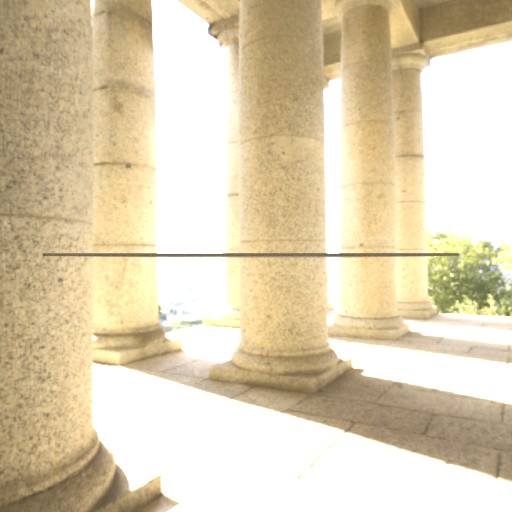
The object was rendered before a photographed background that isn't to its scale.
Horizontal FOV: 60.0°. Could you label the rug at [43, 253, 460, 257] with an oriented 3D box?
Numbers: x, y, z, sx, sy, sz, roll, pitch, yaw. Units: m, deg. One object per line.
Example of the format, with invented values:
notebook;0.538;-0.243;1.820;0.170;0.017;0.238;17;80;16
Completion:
rug;0.000;0.000;4.058;2.407;0.020;3.051;0;0;2
